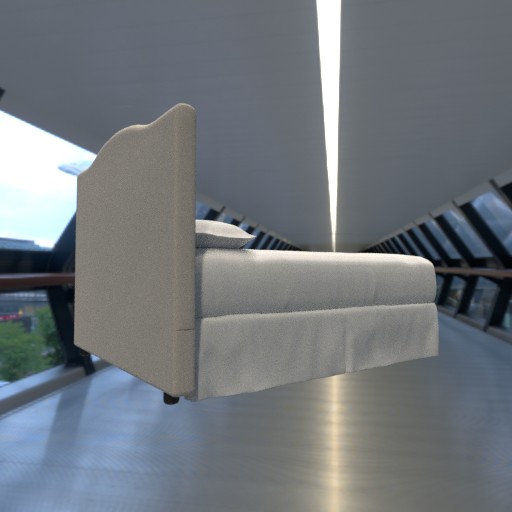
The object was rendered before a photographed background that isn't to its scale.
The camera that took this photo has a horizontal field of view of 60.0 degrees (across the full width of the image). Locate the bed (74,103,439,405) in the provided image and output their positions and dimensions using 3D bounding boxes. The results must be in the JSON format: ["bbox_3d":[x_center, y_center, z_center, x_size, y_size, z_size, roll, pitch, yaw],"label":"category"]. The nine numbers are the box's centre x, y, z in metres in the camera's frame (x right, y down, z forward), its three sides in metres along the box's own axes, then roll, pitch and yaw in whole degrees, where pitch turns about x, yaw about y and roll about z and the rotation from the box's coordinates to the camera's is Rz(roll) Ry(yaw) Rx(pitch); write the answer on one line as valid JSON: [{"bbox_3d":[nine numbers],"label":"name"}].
[{"bbox_3d":[0.000,0.000,3.268,2.143,1.460,1.753,2,-3,-36],"label":"bed"}]
